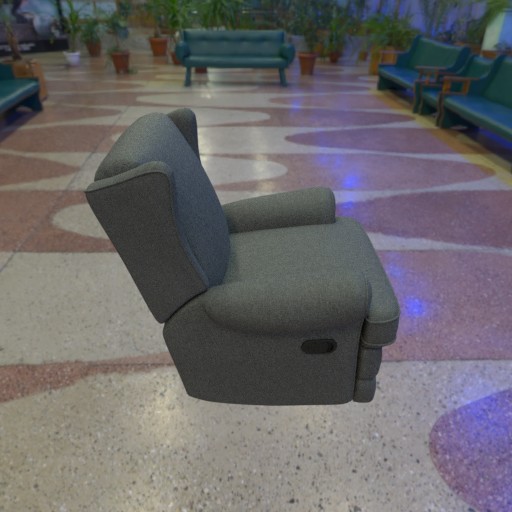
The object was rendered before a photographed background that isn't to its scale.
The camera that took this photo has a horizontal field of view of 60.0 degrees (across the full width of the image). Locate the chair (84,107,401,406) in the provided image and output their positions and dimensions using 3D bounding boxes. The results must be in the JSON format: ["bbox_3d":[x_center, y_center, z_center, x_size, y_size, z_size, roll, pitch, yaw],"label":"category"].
[{"bbox_3d":[0.000,0.000,1.724,0.969,1.011,0.847,-1,32,-1],"label":"chair"}]
